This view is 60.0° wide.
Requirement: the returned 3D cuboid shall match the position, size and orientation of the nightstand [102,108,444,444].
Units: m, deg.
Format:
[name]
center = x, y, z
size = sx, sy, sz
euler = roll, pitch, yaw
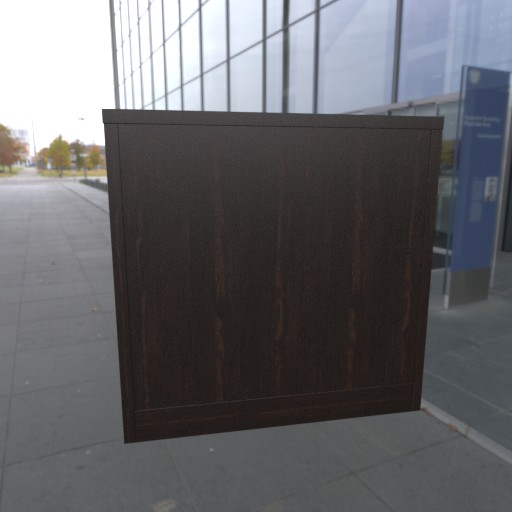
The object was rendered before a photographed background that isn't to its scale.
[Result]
[nightstand]
center = 0.000, 0.000, 0.867
size = 0.489, 0.487, 0.427
euler = -2, 11, -11
